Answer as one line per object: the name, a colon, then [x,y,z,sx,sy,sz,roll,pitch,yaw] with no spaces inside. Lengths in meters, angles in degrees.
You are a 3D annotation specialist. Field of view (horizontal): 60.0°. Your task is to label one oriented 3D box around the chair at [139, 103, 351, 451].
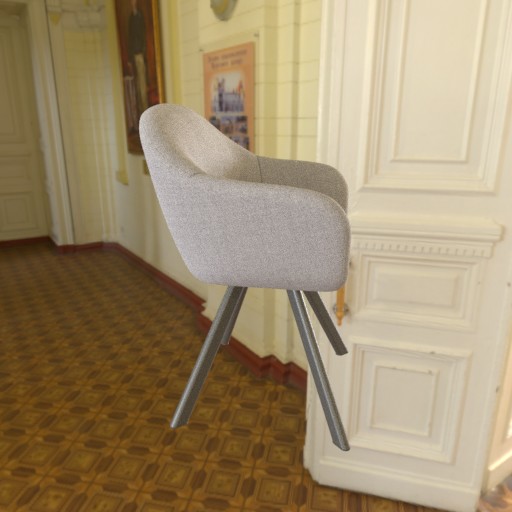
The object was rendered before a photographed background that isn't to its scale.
chair: [0.000,0.000,1.217,0.550,0.795,0.590,3,17,10]
